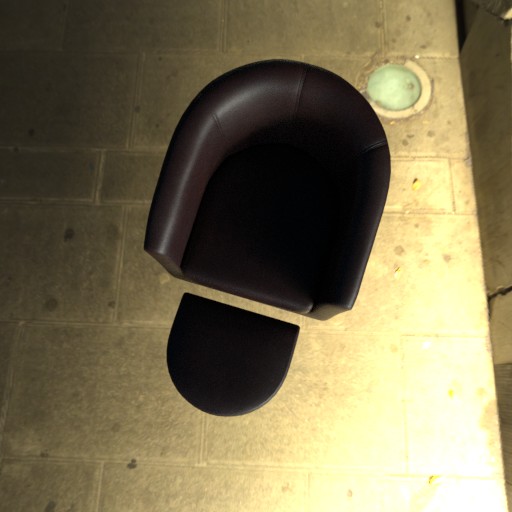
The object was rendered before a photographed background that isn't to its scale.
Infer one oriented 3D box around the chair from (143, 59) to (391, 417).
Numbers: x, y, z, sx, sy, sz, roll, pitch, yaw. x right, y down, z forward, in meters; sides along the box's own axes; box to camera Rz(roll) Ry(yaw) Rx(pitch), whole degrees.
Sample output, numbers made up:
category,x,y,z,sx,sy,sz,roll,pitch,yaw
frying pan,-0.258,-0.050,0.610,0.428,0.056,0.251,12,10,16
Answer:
category,x,y,z,sx,sy,sz,roll,pitch,yaw
chair,0.000,0.000,1.658,0.737,0.755,1.176,16,77,4
